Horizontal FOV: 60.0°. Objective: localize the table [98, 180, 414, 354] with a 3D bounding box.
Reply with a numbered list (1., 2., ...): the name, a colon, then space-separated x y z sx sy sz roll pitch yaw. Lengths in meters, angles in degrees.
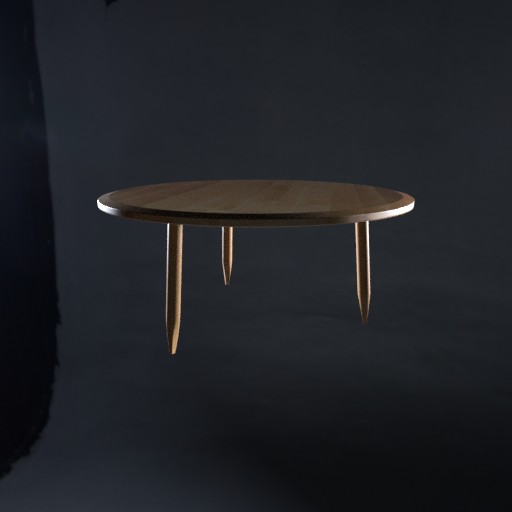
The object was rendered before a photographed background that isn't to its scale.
1. table: 0.000 0.000 1.381 0.900 0.400 0.900 0 14 0
